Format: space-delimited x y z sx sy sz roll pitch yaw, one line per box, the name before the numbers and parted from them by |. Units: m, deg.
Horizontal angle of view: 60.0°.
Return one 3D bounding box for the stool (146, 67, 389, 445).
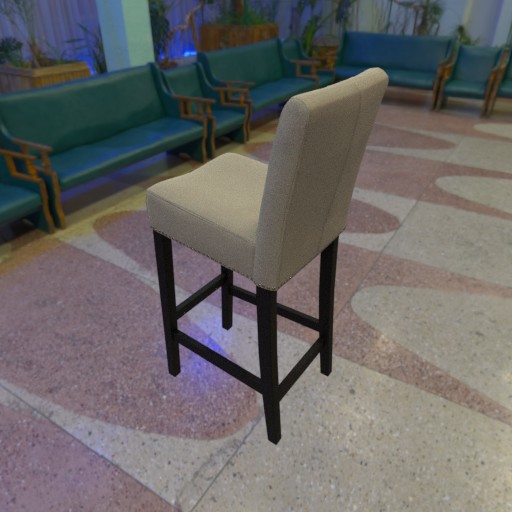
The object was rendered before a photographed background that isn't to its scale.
stool | 0.000 0.000 1.329 0.548 1.047 0.411 20 37 29
